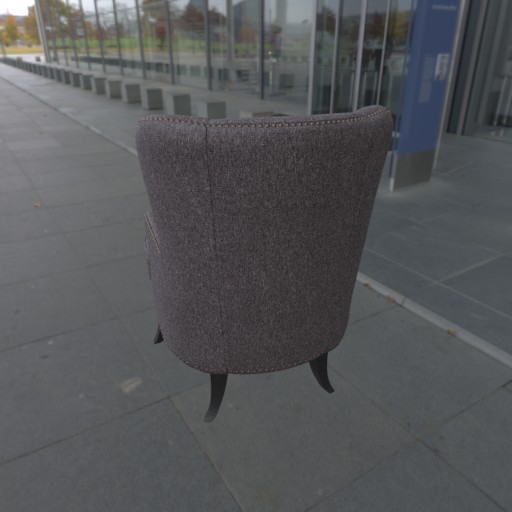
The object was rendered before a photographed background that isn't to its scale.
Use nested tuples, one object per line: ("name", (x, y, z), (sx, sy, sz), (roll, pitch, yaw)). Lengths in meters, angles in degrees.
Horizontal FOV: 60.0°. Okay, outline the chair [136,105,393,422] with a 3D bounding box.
("chair", (0.000, 0.000, 1.596), (0.759, 1.060, 0.758), (-8, 27, -16))
